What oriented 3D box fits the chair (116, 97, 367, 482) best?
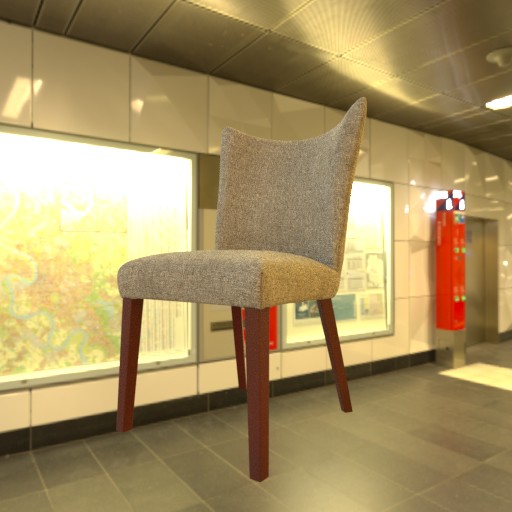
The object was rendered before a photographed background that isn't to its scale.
[{"bbox_3d":[0.000,0.000,1.286,0.535,0.924,0.623,0,-1,36],"label":"chair"}]
